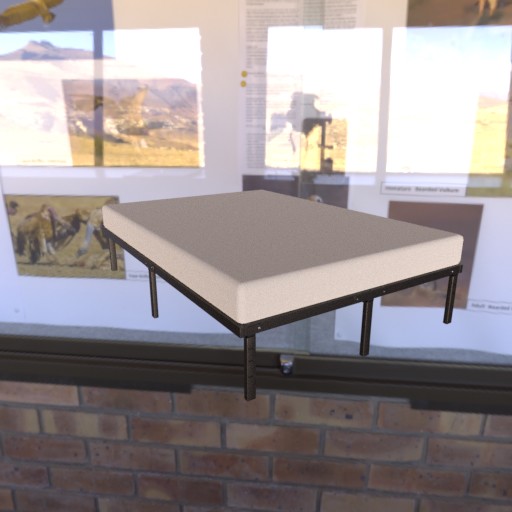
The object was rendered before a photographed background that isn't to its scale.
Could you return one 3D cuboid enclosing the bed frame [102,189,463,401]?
[{"bbox_3d":[0.000,0.000,3.821,2.205,0.680,2.842,-8,19,-24],"label":"bed frame"}]
